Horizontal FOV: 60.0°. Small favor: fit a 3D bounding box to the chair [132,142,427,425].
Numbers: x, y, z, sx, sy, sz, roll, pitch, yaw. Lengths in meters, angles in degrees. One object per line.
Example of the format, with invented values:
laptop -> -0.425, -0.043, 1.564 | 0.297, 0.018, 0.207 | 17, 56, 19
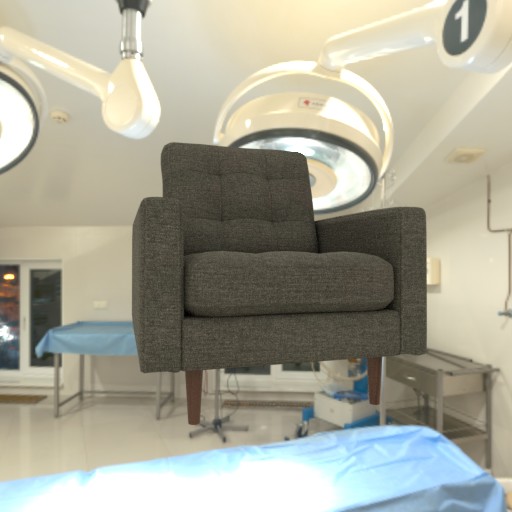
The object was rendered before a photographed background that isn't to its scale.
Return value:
chair -> 0.000, 0.000, 1.551 | 0.821, 0.880, 0.843 | 0, 0, -17
